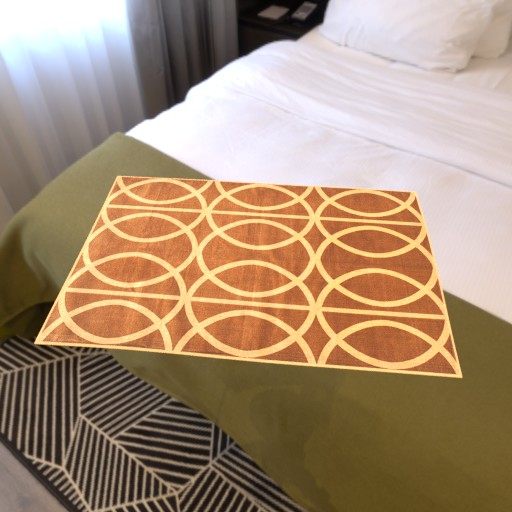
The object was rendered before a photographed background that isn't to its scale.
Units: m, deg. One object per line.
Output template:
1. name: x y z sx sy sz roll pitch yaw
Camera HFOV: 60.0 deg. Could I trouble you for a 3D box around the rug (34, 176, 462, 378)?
1. rug: 0.000 0.000 2.859 2.290 0.014 1.526 4 47 3
